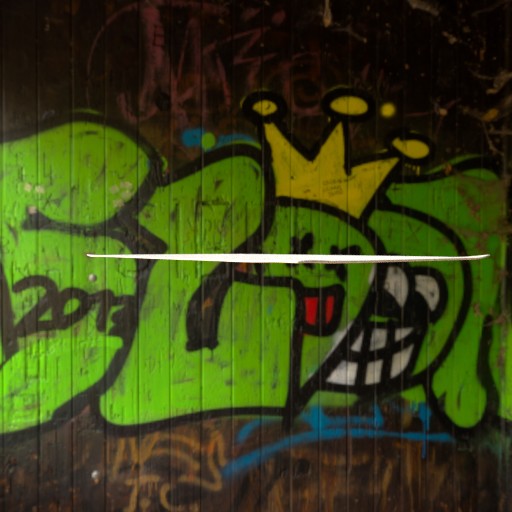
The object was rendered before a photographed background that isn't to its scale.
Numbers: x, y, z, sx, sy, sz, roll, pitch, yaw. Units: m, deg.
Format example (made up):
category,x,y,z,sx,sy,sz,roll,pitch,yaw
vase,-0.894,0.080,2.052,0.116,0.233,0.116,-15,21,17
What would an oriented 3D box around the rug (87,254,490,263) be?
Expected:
category,x,y,z,sx,sy,sz,roll,pitch,yaw
rug,0.000,0.000,2.421,1.214,0.023,1.947,-1,1,-38
